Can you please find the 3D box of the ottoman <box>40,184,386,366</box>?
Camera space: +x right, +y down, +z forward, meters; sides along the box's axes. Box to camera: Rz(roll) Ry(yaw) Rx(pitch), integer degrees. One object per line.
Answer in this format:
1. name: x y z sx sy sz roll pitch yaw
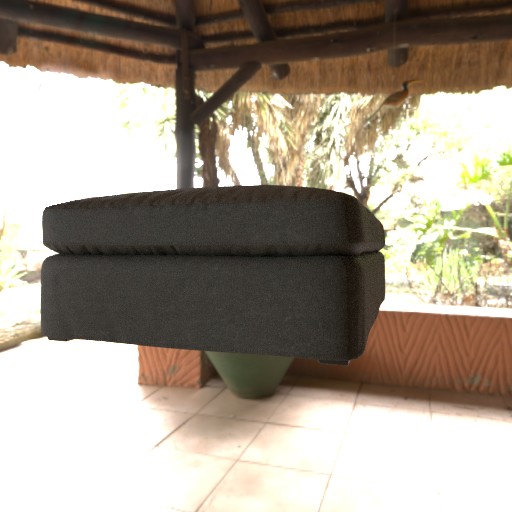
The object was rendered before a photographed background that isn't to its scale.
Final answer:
1. ottoman: 0.000 0.000 1.570 0.840 0.429 1.199 0 1 19
